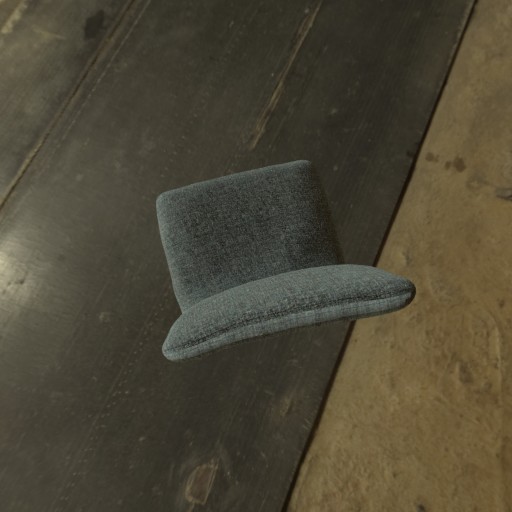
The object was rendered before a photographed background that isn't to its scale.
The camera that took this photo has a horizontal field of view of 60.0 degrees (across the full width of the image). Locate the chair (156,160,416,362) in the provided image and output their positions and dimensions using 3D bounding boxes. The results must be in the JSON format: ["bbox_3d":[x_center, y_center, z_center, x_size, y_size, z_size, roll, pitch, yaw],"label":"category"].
[{"bbox_3d":[0.000,0.000,1.288,0.522,0.974,0.563,-14,75,-4],"label":"chair"}]
